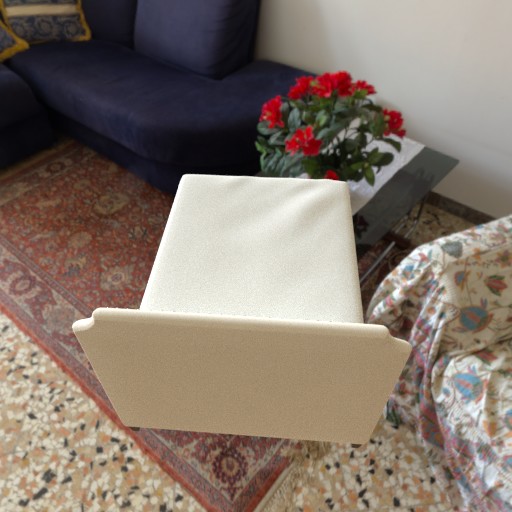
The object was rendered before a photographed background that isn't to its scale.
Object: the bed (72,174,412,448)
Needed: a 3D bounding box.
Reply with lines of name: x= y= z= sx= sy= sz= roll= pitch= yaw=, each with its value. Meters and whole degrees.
bed: x=0.000 y=0.000 z=3.420 sx=1.712 sy=1.443 sz=2.365 roll=3 pitch=46 yaw=3
